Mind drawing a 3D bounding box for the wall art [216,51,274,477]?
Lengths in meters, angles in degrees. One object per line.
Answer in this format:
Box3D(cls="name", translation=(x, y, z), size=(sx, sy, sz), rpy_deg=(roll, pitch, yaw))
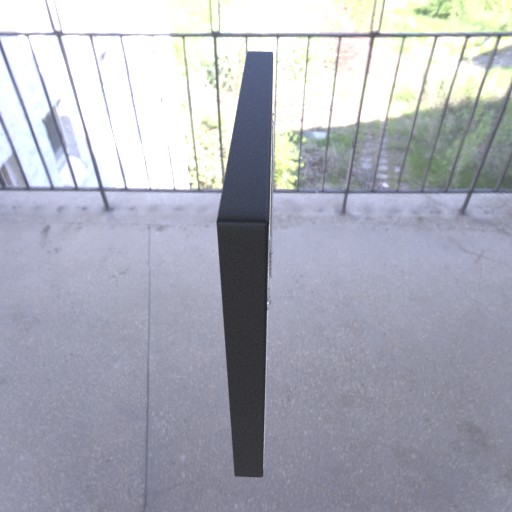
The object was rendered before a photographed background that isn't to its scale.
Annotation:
Box3D(cls="wall art", translation=(0.000, 0.000, 0.594), size=(0.041, 0.407, 0.406), rpy_deg=(1, 40, 2))
